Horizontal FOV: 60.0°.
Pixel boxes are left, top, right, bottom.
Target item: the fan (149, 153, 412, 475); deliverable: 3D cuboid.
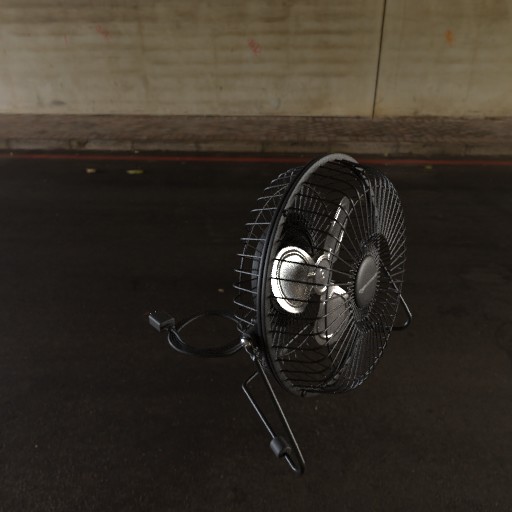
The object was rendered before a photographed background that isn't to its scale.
[{"bbox_3d":[0.000,0.000,0.377,0.227,0.188,0.209,17,30,32],"label":"fan"}]
